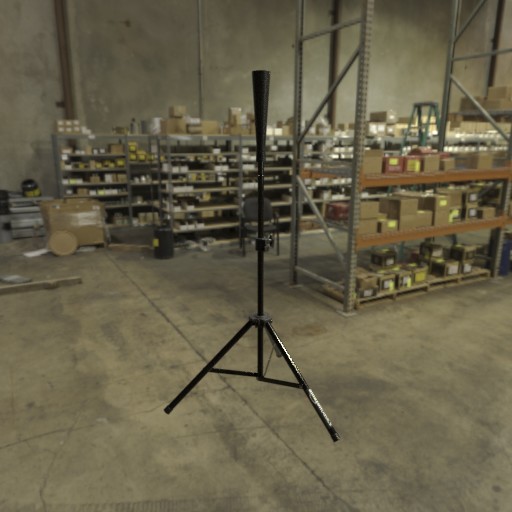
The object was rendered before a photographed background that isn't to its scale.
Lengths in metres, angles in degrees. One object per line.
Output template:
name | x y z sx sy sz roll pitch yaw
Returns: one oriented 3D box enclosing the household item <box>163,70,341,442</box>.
household item | 0.000 0.000 1.356 0.559 1.067 0.559 -9 17 -29
